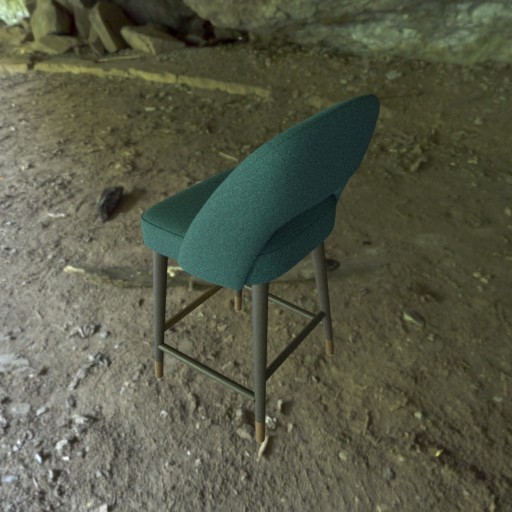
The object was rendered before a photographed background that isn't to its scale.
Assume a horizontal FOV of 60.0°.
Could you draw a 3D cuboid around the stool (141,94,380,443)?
[{"bbox_3d":[0.000,0.000,1.289,0.522,0.939,0.536,21,38,30],"label":"stool"}]
